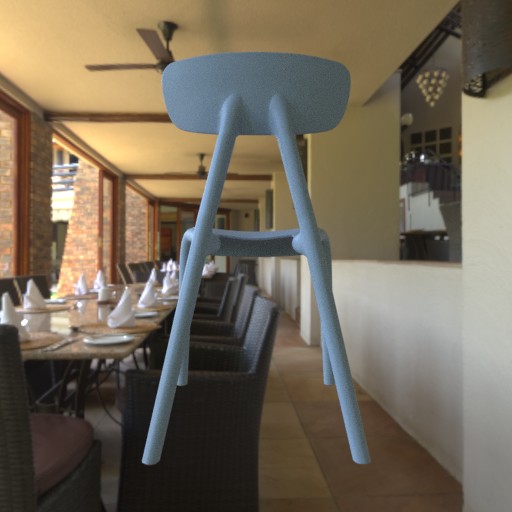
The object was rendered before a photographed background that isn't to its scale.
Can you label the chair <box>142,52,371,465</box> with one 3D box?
[{"bbox_3d":[0.000,0.000,0.810,0.356,0.580,0.401,0,0,0],"label":"chair"}]
